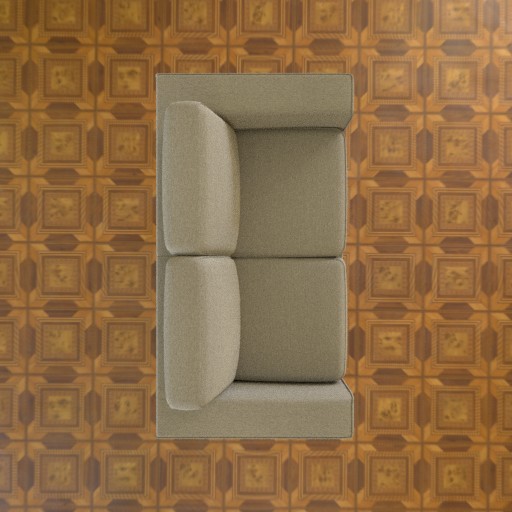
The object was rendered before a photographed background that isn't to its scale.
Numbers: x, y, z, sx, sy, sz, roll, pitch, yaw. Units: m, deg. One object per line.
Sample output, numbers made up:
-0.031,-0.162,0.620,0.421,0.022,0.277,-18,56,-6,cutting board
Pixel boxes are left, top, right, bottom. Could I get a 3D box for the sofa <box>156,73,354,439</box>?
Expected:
0.000,0.000,2.400,1.007,0.924,1.812,0,90,0,sofa
